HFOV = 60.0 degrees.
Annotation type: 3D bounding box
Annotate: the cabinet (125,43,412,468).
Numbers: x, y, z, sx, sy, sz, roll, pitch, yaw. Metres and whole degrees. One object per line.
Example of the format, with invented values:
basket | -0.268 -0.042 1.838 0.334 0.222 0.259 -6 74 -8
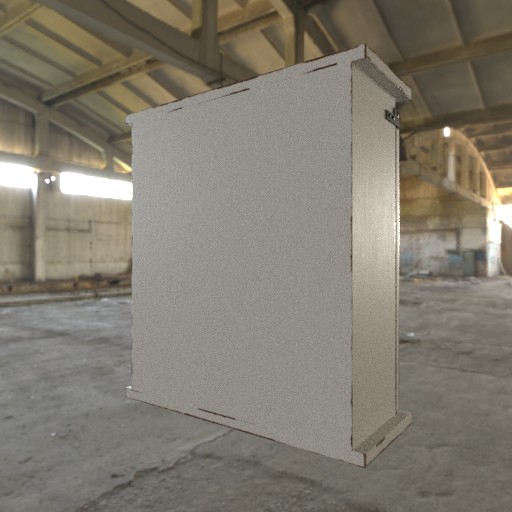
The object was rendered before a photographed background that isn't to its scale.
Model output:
cabinet | 0.000 0.000 0.873 0.541 0.603 0.210 0 0 36
